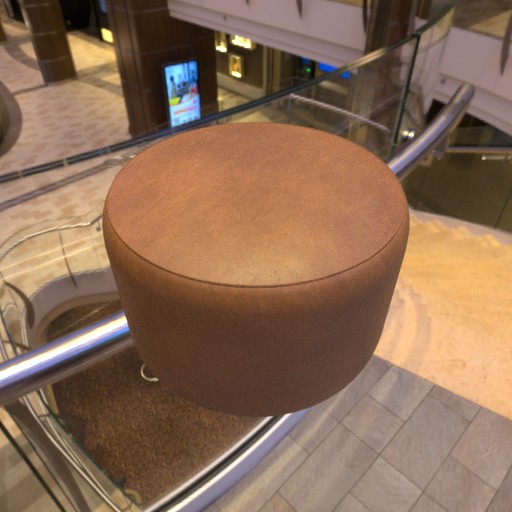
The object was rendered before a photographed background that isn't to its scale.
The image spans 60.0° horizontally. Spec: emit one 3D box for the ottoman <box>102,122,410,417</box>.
[{"bbox_3d":[0.000,0.000,0.993,0.607,0.438,0.607,0,41,0],"label":"ottoman"}]
